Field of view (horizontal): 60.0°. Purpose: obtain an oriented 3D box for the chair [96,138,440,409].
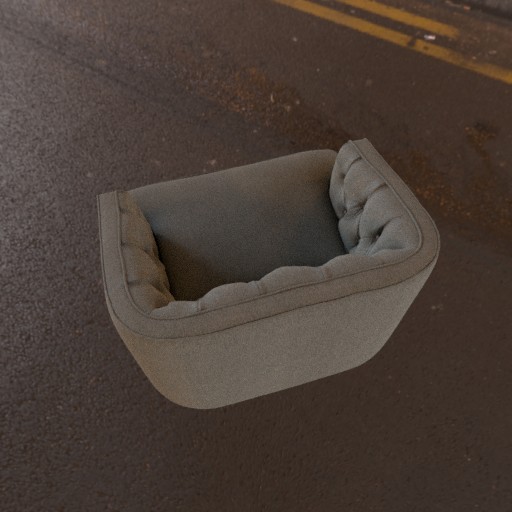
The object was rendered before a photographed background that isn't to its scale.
[{"bbox_3d":[0.000,0.000,1.790,1.094,0.852,0.945,-14,58,-9],"label":"chair"}]
